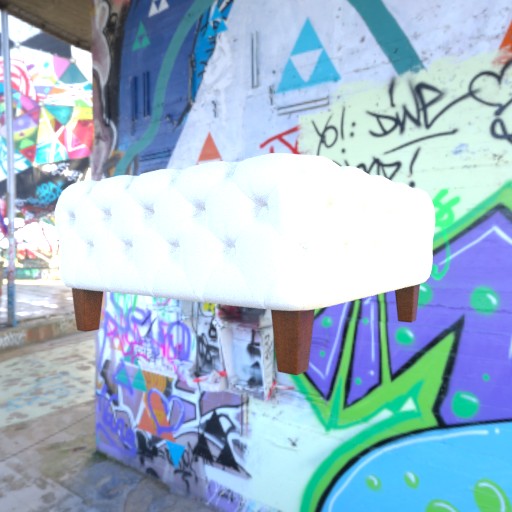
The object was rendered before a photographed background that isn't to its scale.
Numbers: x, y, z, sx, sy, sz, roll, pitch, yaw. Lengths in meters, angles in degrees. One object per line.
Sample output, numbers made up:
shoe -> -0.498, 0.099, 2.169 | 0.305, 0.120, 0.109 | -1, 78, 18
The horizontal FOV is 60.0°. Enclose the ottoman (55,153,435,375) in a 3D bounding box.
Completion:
ottoman -> 0.000, 0.000, 1.195 | 0.753, 0.376, 0.755 | 1, 2, 37
